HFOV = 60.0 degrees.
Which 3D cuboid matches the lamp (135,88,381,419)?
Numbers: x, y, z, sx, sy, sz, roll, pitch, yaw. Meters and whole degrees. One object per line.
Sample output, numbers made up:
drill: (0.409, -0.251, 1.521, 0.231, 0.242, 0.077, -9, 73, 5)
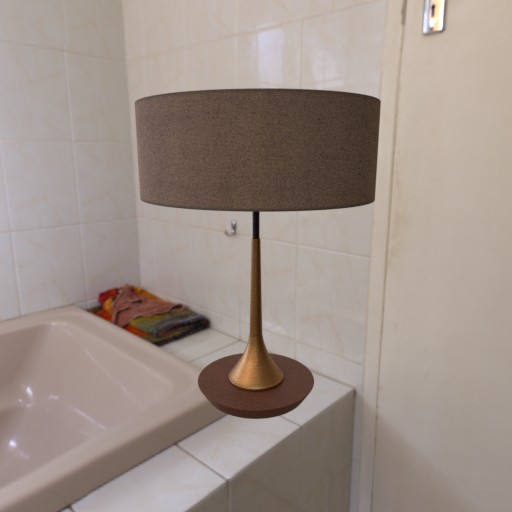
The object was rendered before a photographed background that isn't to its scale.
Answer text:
lamp: (0.000, 0.000, 0.819, 0.396, 0.551, 0.417, -13, 18, -43)
